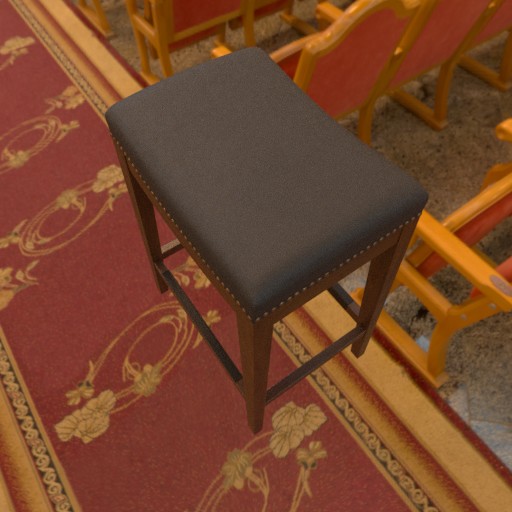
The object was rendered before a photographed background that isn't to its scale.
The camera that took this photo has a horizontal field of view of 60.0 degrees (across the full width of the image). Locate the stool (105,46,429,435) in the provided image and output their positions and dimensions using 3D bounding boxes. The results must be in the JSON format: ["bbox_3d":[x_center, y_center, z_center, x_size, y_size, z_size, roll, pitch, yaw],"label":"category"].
[{"bbox_3d":[0.000,0.000,0.945,0.353,0.664,0.490,-31,63,-18],"label":"stool"}]
